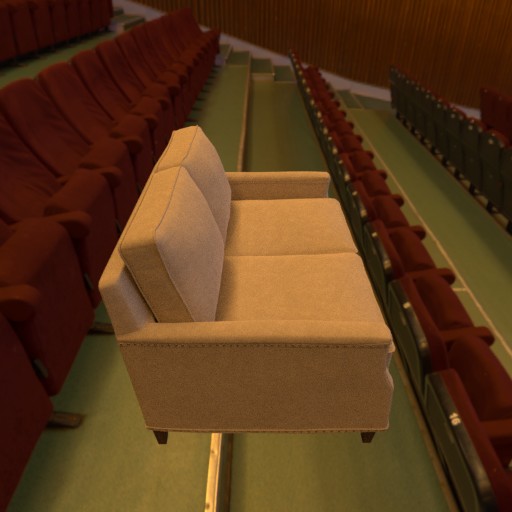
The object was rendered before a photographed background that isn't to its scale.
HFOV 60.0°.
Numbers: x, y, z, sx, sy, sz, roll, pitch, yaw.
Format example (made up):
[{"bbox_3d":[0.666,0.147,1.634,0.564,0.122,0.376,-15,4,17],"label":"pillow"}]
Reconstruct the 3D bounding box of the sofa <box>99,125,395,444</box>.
[{"bbox_3d":[0.000,0.000,2.281,1.084,1.002,1.597,0,32,0],"label":"sofa"}]
